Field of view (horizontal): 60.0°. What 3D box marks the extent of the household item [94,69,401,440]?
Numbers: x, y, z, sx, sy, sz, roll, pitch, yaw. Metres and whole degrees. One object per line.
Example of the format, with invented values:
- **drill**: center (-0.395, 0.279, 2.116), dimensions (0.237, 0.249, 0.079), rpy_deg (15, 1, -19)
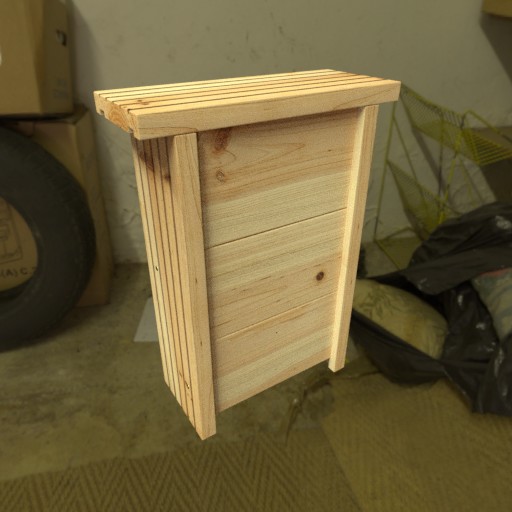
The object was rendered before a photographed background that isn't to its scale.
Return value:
- **household item**: center (0.000, 0.000, 0.562), dimensions (0.301, 0.407, 0.123), rpy_deg (-18, 34, -28)
